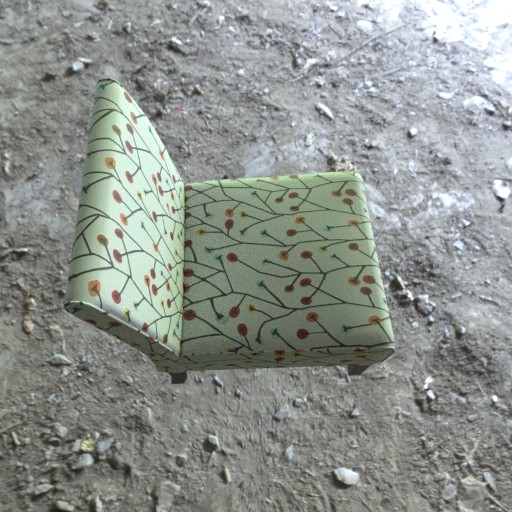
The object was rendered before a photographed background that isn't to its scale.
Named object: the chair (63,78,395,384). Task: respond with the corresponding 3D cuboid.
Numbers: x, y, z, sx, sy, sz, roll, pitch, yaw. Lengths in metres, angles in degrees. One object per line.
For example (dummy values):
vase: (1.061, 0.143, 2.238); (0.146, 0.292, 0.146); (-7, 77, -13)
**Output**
chair: (0.000, 0.000, 1.280); (0.732, 0.813, 0.597); (-3, 63, -1)
